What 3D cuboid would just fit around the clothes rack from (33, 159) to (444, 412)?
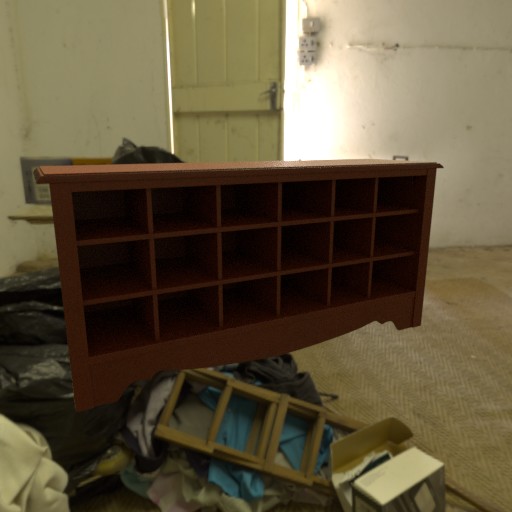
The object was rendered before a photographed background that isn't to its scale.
[{"bbox_3d":[0.000,0.000,1.462,1.251,0.594,0.362,-7,16,-26],"label":"clothes rack"}]
